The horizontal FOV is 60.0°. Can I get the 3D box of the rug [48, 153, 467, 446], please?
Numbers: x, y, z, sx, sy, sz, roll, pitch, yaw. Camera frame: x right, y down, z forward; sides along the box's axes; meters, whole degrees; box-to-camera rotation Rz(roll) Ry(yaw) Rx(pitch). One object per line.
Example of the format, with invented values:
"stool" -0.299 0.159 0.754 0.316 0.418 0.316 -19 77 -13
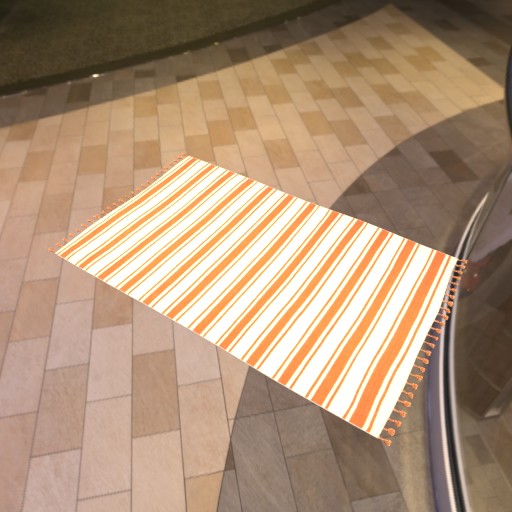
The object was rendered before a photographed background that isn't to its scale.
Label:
"rug" 0.000 0.000 2.529 2.092 0.017 1.232 25 50 23
